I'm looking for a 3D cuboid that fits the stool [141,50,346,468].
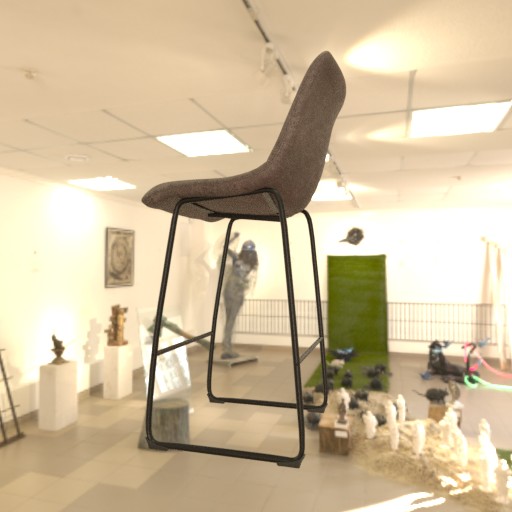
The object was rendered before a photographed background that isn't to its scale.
[{"bbox_3d":[0.000,0.000,1.399,0.561,1.082,0.514,0,-1,17],"label":"stool"}]
